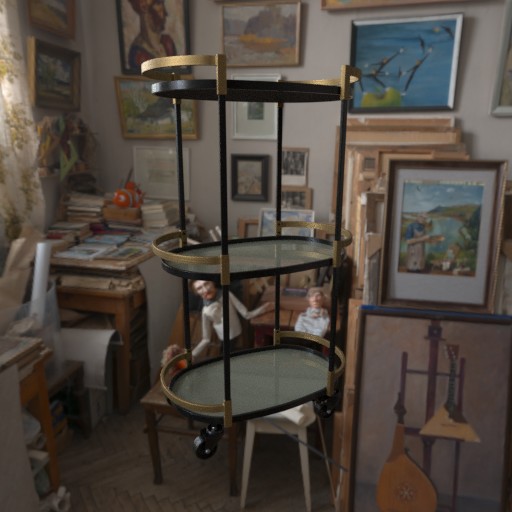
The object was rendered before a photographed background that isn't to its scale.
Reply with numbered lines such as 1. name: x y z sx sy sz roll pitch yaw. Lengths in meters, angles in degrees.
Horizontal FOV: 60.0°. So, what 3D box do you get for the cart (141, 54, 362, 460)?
1. cart: 0.000 0.000 1.131 0.515 0.885 0.311 -7 17 -26
